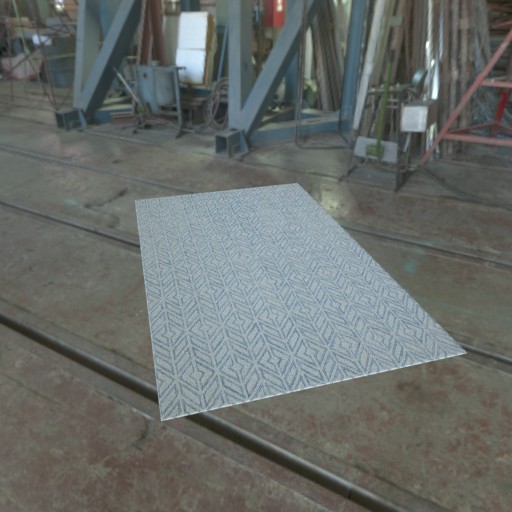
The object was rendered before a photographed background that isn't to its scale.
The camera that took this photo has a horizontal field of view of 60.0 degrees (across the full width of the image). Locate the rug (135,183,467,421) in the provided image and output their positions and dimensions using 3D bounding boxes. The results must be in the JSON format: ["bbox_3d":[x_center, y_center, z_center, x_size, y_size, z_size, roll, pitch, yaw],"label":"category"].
[{"bbox_3d":[0.000,0.000,3.073,1.526,0.008,2.441,-8,31,-14],"label":"rug"}]
